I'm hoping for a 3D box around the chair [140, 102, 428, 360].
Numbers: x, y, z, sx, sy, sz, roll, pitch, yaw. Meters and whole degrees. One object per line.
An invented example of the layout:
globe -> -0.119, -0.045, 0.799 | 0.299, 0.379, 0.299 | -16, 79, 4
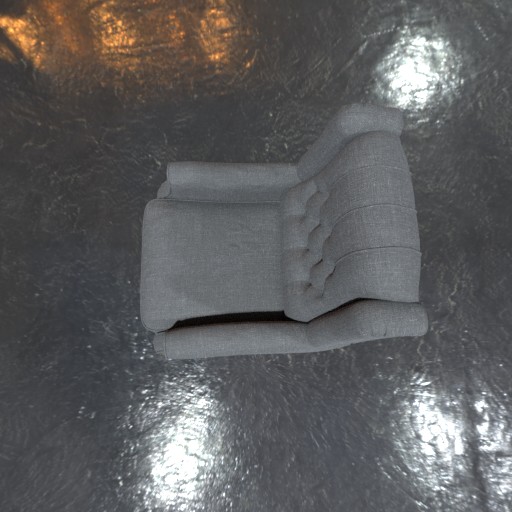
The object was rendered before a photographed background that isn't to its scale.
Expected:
chair -> 0.000, 0.000, 1.662 | 0.898, 1.035, 0.742 | -2, 76, 0
